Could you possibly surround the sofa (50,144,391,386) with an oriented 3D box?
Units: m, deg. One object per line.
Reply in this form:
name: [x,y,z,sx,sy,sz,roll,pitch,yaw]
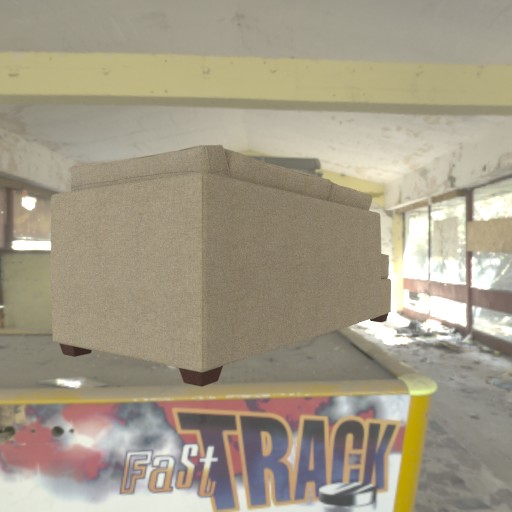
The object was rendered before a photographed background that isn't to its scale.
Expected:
sofa: [0.000,0.000,2.890,1.110,1.019,2.238,0,0,35]
